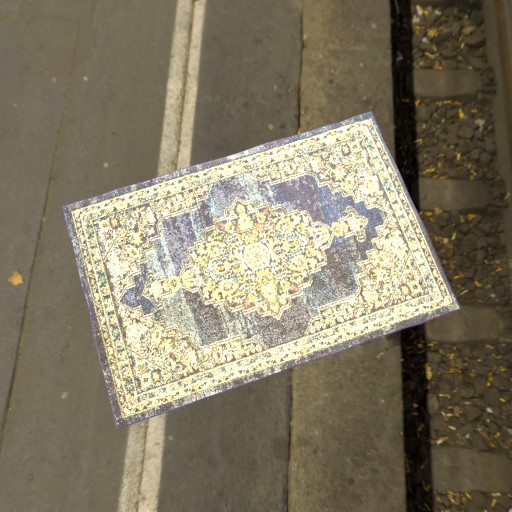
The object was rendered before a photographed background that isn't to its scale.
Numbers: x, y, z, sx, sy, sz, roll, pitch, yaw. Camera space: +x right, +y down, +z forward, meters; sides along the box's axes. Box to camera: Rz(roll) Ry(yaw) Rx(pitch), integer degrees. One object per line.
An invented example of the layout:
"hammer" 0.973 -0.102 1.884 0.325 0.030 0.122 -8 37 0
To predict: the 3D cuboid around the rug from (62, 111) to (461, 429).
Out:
"rug" 0.000 0.000 2.286 1.781 0.012 1.184 -18 76 -5
